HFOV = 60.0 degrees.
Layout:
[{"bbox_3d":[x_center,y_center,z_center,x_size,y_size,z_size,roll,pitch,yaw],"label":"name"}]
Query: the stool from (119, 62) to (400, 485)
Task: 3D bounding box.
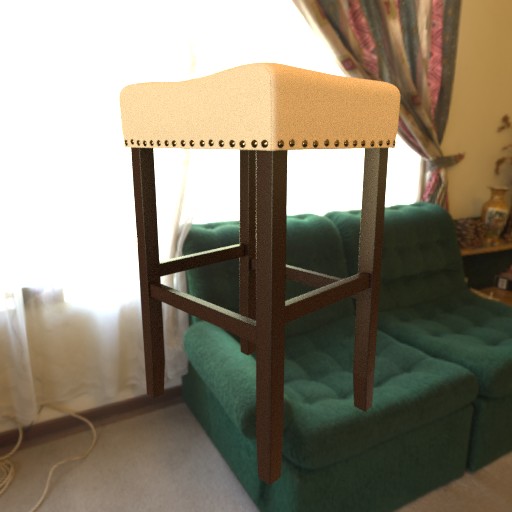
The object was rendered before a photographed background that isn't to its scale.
[{"bbox_3d":[0.000,0.000,1.038,0.401,0.762,0.471,-14,20,-43],"label":"stool"}]
